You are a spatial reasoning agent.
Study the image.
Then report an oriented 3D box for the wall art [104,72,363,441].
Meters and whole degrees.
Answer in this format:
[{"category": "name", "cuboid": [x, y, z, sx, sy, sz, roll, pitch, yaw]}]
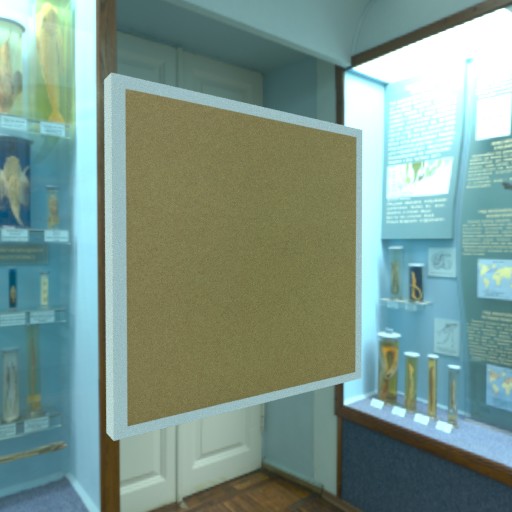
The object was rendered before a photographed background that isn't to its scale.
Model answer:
[{"category": "wall art", "cuboid": [0.000, 0.000, 0.466, 0.307, 0.307, 0.020, -1, 1, -35]}]
